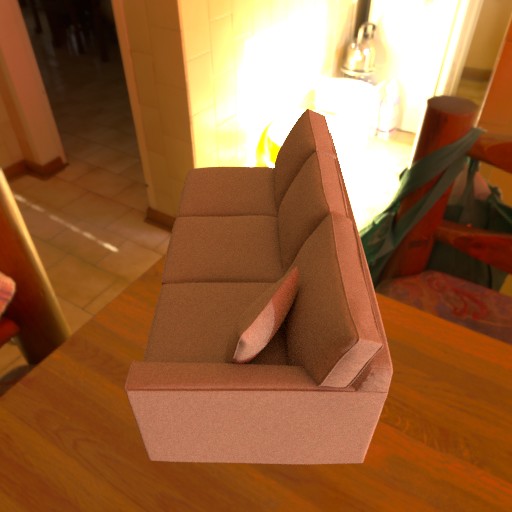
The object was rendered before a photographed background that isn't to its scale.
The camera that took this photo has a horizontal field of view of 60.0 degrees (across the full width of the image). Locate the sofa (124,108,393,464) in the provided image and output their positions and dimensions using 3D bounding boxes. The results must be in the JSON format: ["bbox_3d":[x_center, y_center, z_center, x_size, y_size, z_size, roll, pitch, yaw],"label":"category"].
[{"bbox_3d":[0.000,0.000,2.508,1.034,0.946,1.963,0,41,0],"label":"sofa"}]
